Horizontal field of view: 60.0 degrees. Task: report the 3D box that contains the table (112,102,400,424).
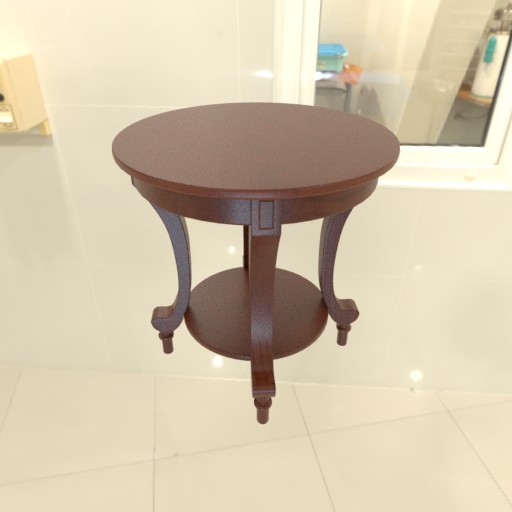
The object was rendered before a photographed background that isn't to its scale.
[{"bbox_3d":[0.000,0.000,1.109,0.597,0.612,0.597,0,32,0],"label":"table"}]
